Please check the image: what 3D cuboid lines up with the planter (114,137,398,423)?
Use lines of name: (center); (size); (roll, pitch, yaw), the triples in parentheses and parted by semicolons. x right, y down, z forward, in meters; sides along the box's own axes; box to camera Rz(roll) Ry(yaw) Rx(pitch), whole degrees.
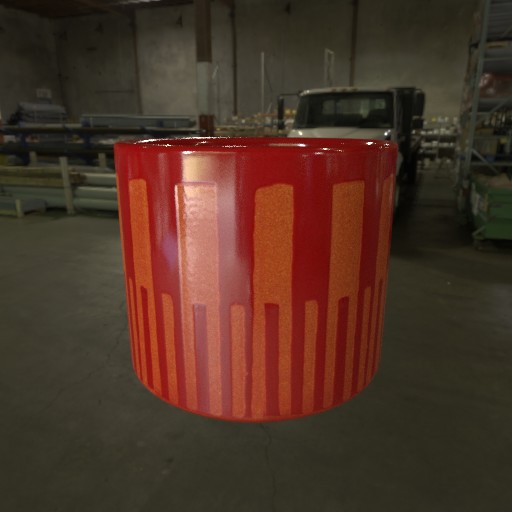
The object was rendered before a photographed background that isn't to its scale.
planter: (0.000, 0.000, 0.400); (0.230, 0.202, 0.230); (0, 16, 0)
